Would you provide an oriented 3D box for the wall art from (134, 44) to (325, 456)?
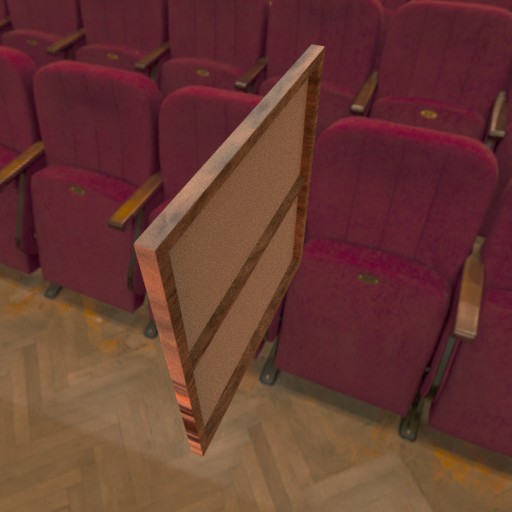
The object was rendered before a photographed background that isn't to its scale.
[{"bbox_3d":[0.000,0.000,1.094,0.035,0.747,0.747,17,49,16],"label":"wall art"}]
